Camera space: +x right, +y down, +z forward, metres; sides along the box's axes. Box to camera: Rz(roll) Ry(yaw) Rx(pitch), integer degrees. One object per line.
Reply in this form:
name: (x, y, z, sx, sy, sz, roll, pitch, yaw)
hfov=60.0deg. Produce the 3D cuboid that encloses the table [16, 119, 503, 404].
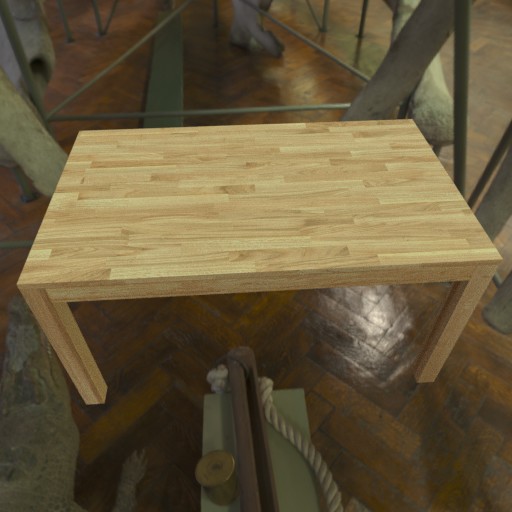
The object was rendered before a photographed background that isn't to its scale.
table: (0.000, 0.000, 1.951, 1.500, 0.770, 0.900, -3, 45, -3)
